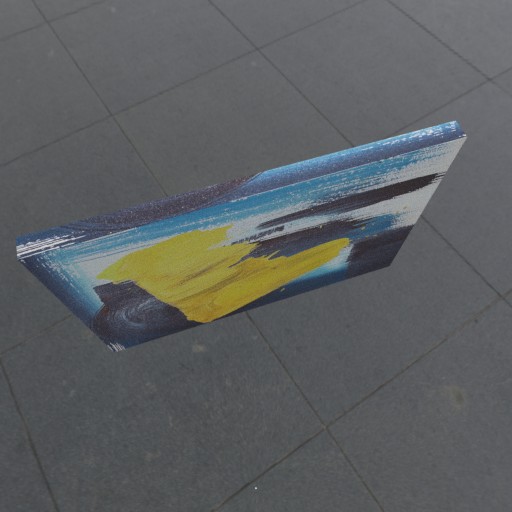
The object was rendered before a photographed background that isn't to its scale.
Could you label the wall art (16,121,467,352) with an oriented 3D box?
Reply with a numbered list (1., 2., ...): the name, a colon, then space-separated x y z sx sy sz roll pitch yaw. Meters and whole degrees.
1. wall art: 0.000 0.000 0.758 0.609 0.406 0.033 -16 64 -8
